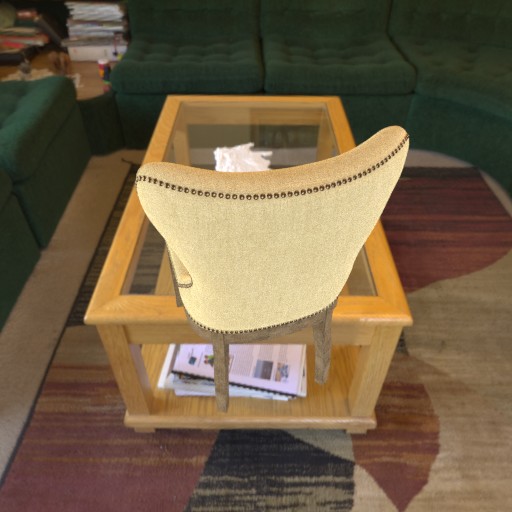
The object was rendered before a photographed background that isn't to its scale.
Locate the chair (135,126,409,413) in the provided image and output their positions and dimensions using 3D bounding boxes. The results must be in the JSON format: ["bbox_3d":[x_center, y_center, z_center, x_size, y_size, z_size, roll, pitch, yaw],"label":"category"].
[{"bbox_3d":[0.000,0.000,1.452,0.654,1.002,0.681,-12,44,-13],"label":"chair"}]
